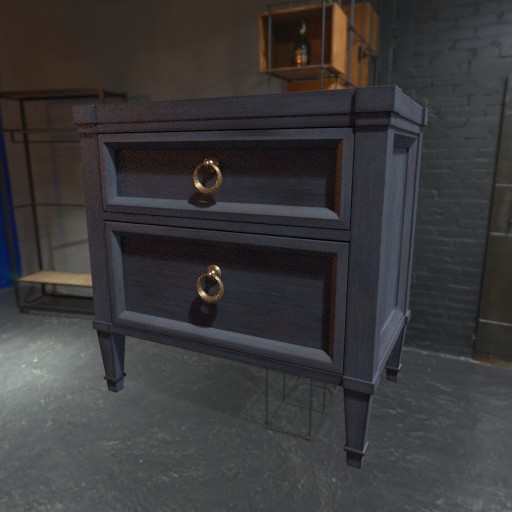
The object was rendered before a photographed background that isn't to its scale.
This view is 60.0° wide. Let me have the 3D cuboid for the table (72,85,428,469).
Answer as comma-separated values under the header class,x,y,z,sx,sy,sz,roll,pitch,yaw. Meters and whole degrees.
class,x,y,z,sx,sy,sz,roll,pitch,yaw
table,0.000,0.000,1.036,0.660,0.660,0.413,6,14,26
